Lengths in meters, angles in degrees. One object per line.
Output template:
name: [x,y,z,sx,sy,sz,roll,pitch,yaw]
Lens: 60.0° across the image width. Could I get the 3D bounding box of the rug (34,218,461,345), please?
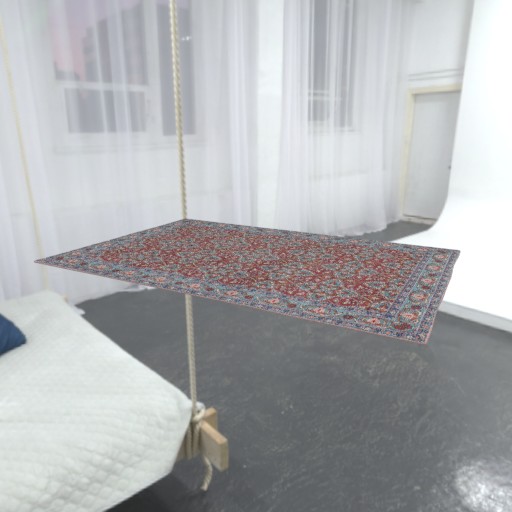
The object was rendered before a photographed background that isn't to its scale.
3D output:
rug: [0.000,0.000,2.269,1.829,0.009,1.219,9,18,27]
